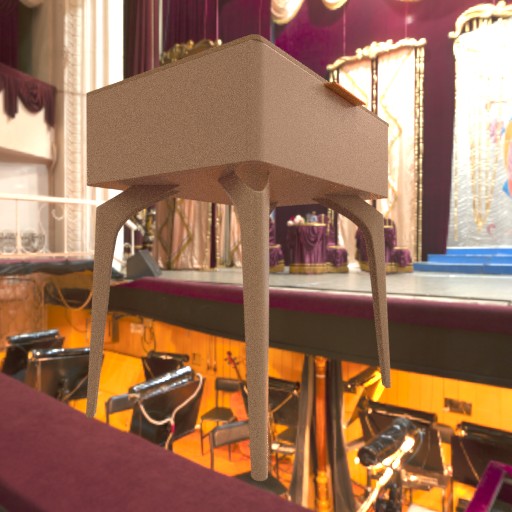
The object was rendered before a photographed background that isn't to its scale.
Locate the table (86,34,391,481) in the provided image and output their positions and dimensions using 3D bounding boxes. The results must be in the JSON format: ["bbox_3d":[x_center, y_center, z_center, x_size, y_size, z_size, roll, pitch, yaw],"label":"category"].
[{"bbox_3d":[0.000,0.000,0.870,0.400,0.570,0.500,0,1,36],"label":"table"}]
